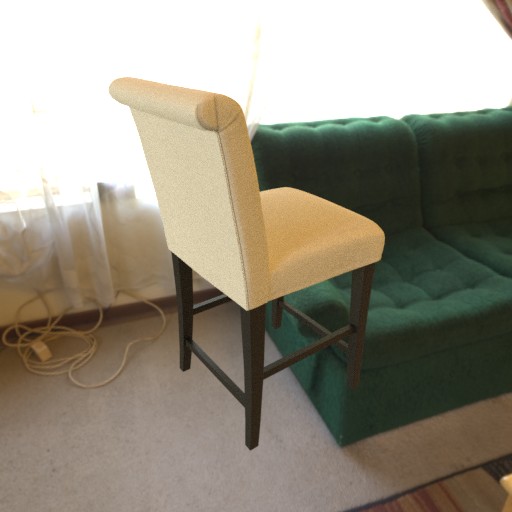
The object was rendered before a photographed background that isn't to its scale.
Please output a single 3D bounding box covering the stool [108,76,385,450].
[{"bbox_3d":[0.000,0.000,1.300,0.597,0.976,0.452,-18,32,-32],"label":"stool"}]
